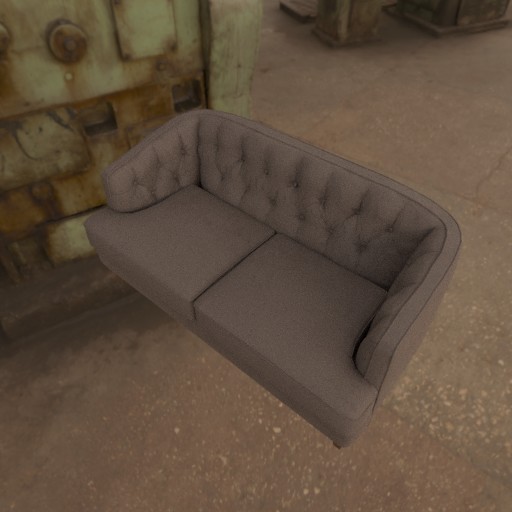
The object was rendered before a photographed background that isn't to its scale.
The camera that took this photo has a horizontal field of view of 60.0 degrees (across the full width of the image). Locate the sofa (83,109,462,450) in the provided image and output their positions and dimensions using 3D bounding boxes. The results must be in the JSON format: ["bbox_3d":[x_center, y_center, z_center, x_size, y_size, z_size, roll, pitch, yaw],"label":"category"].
[{"bbox_3d":[0.000,0.000,2.259,1.733,0.855,0.941,31,53,27],"label":"sofa"}]
